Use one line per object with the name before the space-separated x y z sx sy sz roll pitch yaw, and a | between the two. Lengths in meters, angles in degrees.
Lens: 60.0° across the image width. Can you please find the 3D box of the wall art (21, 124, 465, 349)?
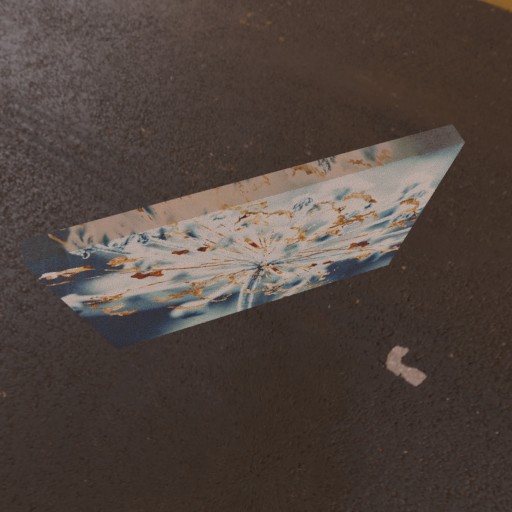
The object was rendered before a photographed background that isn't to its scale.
wall art | 0.000 0.000 0.771 0.607 0.405 0.036 -16 65 -8
